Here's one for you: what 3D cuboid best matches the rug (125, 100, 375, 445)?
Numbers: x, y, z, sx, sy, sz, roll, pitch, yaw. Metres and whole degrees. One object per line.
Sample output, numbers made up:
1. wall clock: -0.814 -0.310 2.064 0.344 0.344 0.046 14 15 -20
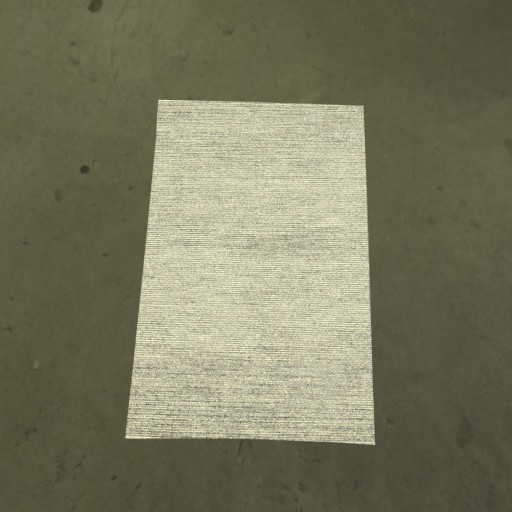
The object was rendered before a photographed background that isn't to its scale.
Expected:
1. rug: 0.000 0.000 2.271 1.159 0.021 1.789 2 76 0
